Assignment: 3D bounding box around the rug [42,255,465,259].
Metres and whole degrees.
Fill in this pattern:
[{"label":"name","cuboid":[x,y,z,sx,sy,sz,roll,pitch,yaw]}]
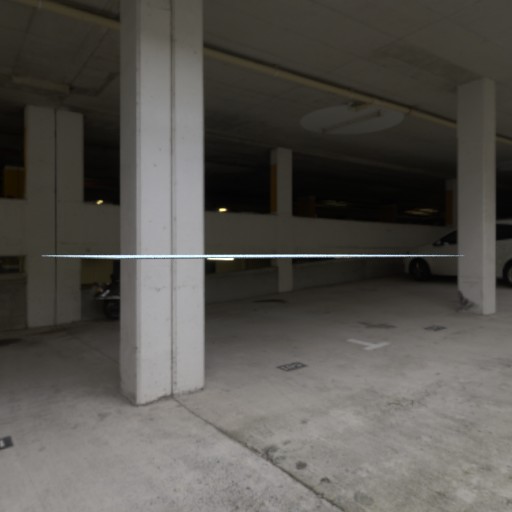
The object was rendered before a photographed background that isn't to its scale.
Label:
[{"label":"rug","cuboid":[0.000,0.000,2.877,2.286,0.006,1.522,0,0,-35]}]
